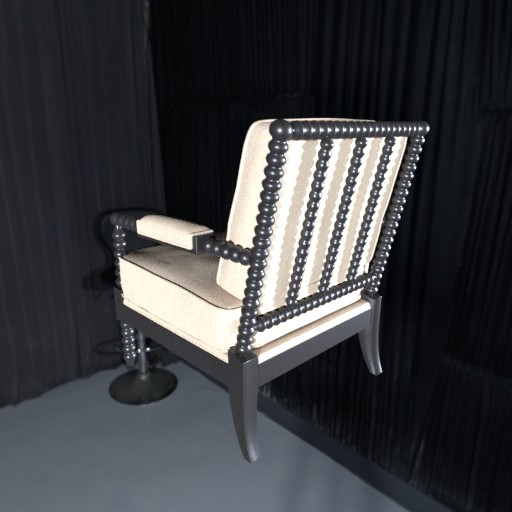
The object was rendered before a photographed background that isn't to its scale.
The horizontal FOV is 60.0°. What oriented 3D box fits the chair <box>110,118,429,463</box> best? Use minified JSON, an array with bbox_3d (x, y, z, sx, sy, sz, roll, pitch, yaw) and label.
[{"bbox_3d":[0.000,0.000,1.192,0.555,0.703,0.657,-15,22,-42],"label":"chair"}]
